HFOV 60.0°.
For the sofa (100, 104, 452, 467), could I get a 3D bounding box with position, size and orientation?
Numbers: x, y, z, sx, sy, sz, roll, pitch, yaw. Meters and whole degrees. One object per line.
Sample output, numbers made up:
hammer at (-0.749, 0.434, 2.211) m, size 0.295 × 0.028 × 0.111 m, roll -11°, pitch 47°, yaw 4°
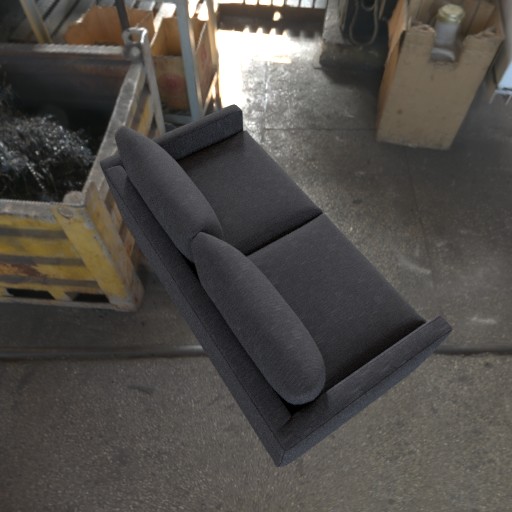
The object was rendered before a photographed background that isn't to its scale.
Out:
sofa at (0.000, 0.000, 2.222) m, size 0.866 × 0.862 × 1.716 m, roll -29°, pitch 62°, yaw -17°
